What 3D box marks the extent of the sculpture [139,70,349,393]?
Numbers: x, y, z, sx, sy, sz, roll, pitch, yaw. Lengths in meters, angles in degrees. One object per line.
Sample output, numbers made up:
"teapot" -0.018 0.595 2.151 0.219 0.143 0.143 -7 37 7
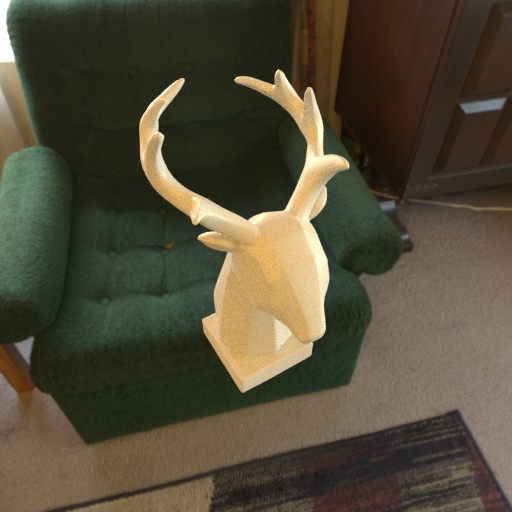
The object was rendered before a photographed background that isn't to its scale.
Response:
"sculpture" 0.000 0.000 0.461 0.174 0.329 0.224 -23 50 -21
